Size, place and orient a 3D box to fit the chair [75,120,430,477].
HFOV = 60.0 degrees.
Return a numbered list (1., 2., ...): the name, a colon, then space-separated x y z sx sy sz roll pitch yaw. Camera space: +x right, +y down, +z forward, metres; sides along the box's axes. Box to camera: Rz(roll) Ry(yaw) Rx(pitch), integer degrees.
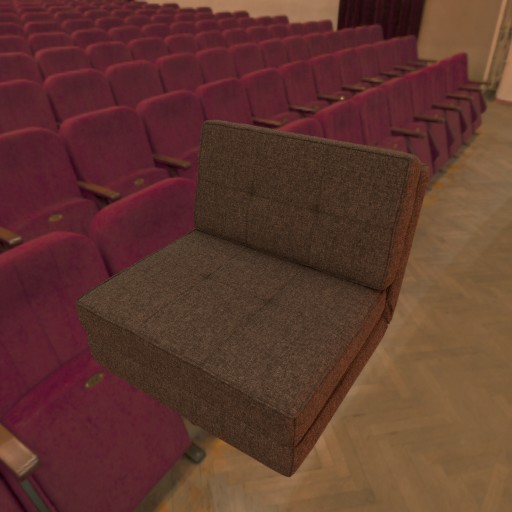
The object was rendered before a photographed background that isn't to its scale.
1. chair: 0.000 0.000 1.317 0.740 0.615 0.800 19 36 29
